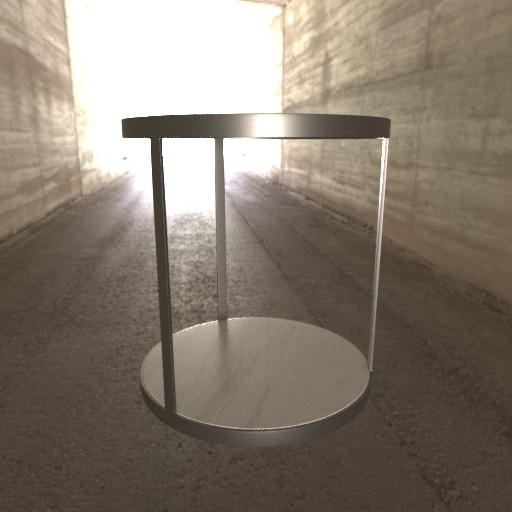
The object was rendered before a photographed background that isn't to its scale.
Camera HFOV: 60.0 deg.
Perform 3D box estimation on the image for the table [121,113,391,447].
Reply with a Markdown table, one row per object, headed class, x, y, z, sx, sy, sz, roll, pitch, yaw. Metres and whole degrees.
| class | x | y | z | sx | sy | sz | roll | pitch | yaw |
| --- | --- | --- | --- | --- | --- | --- | --- | --- | --- |
| table | 0.000 | 0.000 | 0.821 | 0.445 | 0.479 | 0.445 | 0 | 14 | 0 |
